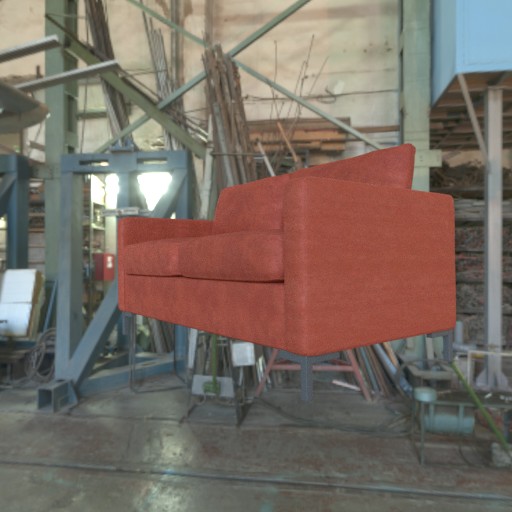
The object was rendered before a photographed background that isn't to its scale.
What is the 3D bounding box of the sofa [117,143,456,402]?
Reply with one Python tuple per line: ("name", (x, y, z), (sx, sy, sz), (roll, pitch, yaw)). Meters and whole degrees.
("sofa", (0.000, 0.000, 2.149), (0.864, 0.896, 1.574), (0, 0, -37))
